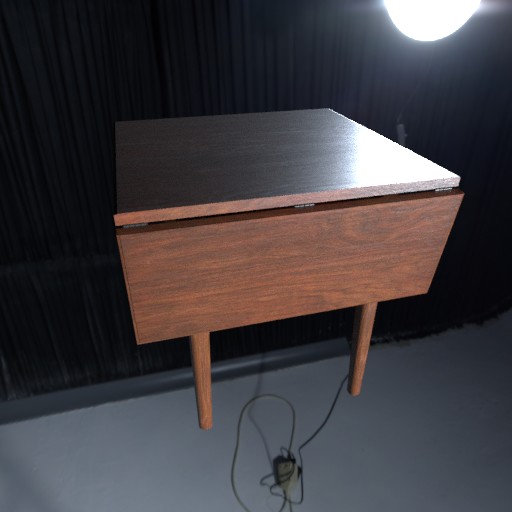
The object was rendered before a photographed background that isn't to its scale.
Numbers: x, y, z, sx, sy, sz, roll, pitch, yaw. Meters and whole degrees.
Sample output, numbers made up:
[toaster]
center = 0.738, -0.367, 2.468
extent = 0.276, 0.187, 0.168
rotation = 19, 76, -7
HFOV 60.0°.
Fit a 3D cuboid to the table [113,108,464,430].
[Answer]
[table]
center = 0.000, 0.000, 1.499
extent = 0.812, 0.763, 0.843
rotation = -8, 31, -13
